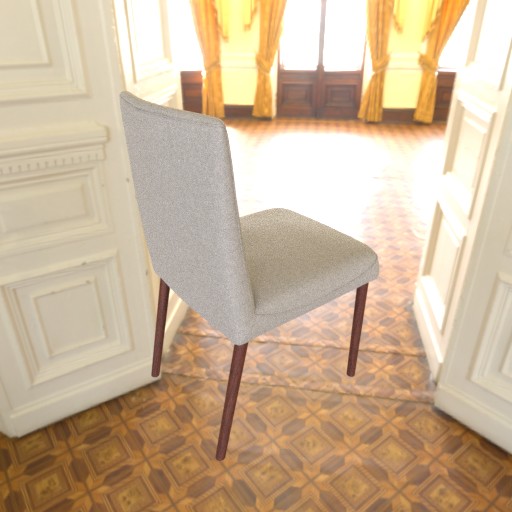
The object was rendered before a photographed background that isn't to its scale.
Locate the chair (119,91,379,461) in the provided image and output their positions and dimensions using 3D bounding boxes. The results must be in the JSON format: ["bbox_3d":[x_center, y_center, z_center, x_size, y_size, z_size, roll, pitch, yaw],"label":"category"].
[{"bbox_3d":[0.000,0.000,1.212,0.570,0.859,0.456,-20,34,-32],"label":"chair"}]
